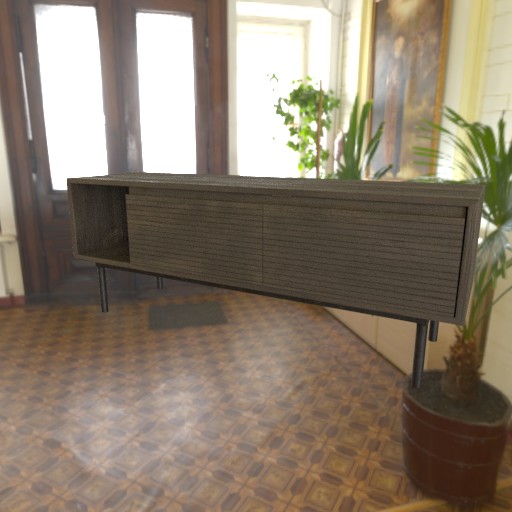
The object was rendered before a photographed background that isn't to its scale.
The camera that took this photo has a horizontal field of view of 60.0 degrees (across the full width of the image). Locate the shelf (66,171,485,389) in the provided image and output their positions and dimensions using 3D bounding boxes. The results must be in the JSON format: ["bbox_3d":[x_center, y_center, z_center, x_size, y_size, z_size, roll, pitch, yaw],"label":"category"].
[{"bbox_3d":[0.000,0.000,1.477,1.300,0.495,0.400,8,16,27],"label":"shelf"}]
